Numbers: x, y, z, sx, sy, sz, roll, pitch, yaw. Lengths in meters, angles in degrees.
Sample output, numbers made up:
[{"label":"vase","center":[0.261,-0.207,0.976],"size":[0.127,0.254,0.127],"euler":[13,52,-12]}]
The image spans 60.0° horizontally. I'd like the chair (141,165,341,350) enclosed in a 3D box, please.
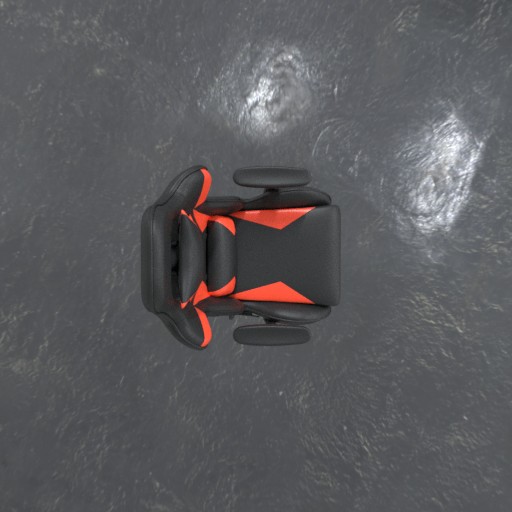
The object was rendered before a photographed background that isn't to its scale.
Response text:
[{"label":"chair","center":[0.000,0.000,1.728],"size":[0.730,1.282,0.695],"euler":[0,91,-1]}]
